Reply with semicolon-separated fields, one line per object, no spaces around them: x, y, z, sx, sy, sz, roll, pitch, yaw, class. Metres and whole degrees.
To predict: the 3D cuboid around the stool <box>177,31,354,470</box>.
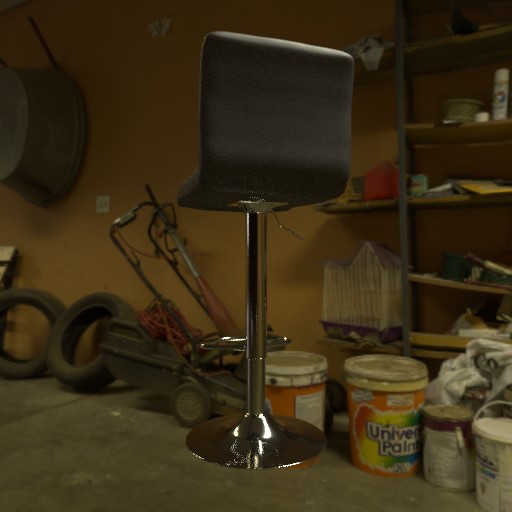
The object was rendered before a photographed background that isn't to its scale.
0.000;0.000;1.362;0.430;1.115;0.505;0;-1;-18;stool
